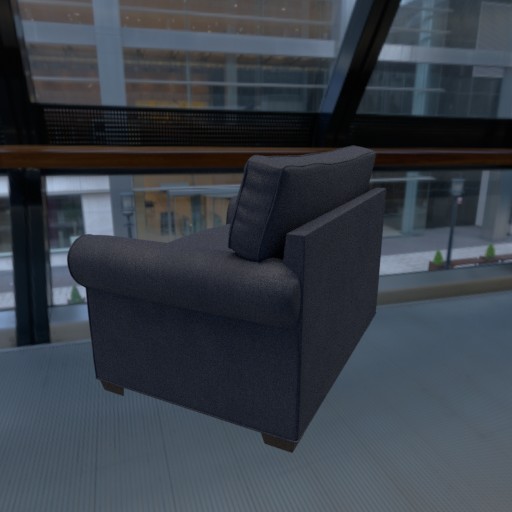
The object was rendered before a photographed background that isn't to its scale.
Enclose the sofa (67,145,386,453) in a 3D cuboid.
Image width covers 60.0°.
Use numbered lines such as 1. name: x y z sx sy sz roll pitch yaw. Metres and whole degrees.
1. sofa: 0.000 0.000 2.102 0.938 1.004 1.405 8 18 25
